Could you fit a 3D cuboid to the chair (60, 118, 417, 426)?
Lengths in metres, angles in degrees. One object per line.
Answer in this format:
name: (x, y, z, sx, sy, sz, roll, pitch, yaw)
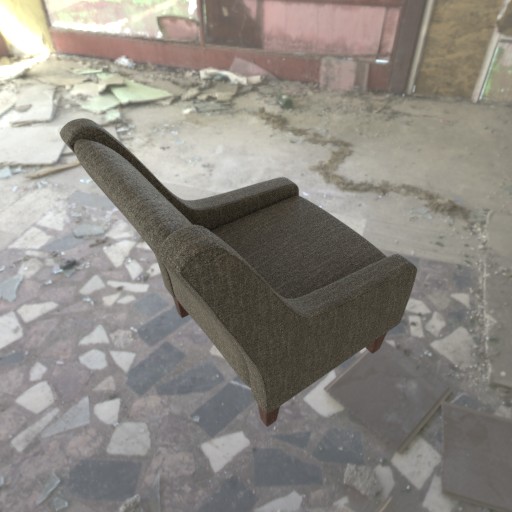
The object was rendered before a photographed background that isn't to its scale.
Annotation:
chair: (0.000, 0.000, 1.646, 0.944, 1.012, 0.793, -25, 47, -26)
